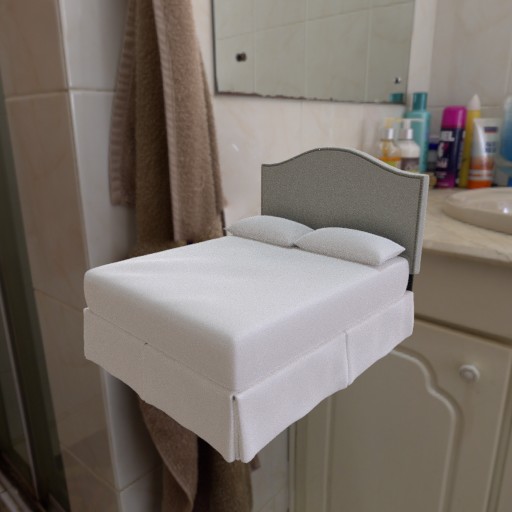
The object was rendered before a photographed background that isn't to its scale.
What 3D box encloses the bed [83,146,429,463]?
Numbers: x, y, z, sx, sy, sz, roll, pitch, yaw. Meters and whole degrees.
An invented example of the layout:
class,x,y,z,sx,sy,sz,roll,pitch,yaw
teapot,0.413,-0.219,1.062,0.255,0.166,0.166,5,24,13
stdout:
class,x,y,z,sx,sy,sz,roll,pitch,yaw
bed,0.000,0.000,3.472,1.813,1.607,2.180,15,22,41
